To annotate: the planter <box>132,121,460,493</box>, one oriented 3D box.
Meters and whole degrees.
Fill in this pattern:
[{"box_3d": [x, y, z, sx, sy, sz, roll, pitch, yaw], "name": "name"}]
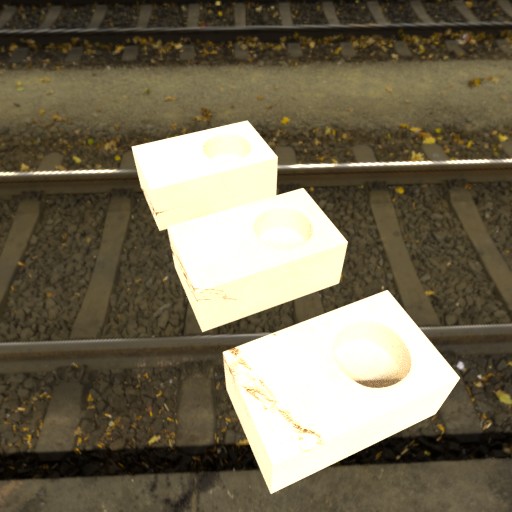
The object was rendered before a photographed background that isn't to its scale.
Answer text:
[{"box_3d": [0.000, 0.000, 0.377, 0.127, 0.051, 0.333, -18, 49, -16], "name": "planter"}]
